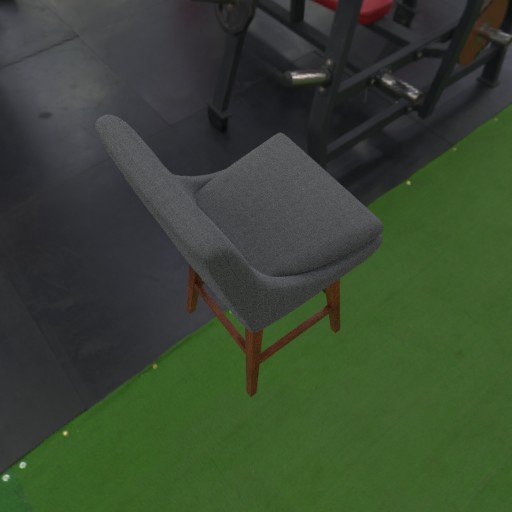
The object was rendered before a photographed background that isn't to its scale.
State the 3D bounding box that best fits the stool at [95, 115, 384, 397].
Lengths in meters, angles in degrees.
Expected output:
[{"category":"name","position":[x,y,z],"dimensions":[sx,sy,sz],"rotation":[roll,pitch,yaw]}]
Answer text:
[{"category":"stool","position":[0.000,0.000,1.259],"dimensions":[0.524,0.977,0.447],"rotation":[-32,63,-19]}]
